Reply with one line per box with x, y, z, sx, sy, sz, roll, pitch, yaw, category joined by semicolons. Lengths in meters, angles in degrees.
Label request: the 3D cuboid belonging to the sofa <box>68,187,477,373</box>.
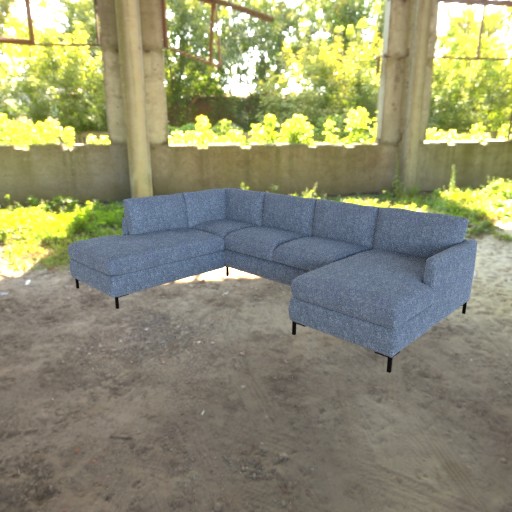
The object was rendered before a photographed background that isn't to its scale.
0.000;0.000;3.513;2.737;0.756;1.879;15;21;42;sofa
